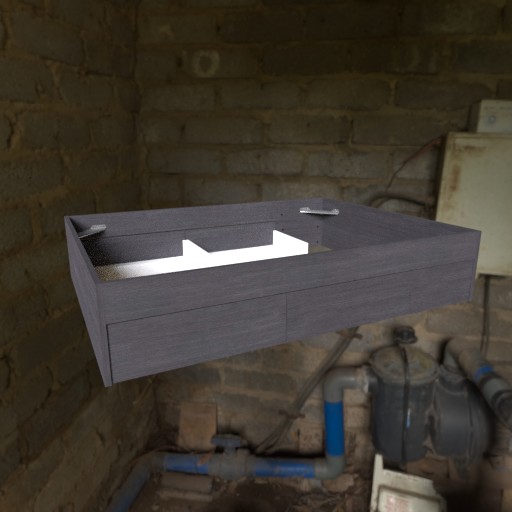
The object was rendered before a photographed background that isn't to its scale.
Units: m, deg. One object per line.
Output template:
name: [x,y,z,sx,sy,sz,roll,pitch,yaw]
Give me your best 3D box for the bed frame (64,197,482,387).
bed frame: [0.000,0.000,2.602,1.944,0.459,1.448,-8,17,-25]
